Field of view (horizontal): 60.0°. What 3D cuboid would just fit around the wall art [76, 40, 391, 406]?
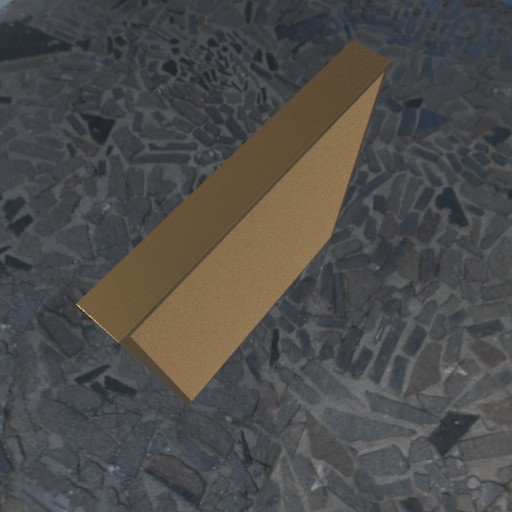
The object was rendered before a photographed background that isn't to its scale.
[{"bbox_3d":[0.000,0.000,0.457,0.038,0.304,0.304,36,70,16],"label":"wall art"}]
